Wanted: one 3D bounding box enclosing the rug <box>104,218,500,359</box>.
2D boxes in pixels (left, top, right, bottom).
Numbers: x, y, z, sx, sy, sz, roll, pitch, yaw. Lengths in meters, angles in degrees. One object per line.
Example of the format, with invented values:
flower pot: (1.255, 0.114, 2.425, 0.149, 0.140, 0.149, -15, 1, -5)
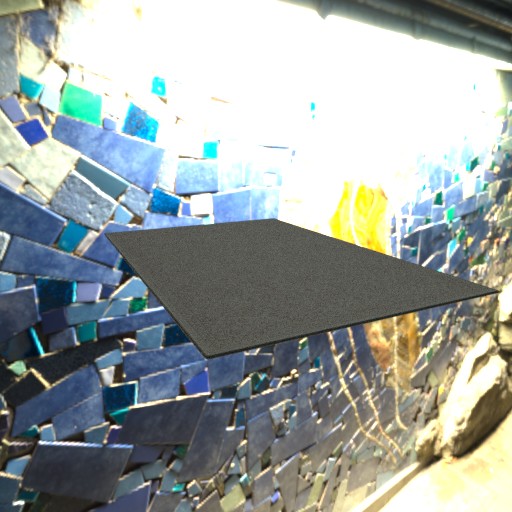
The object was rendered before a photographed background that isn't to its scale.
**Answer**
rug: (0.000, 0.000, 2.254, 1.219, 0.010, 1.829, -7, 17, -26)
